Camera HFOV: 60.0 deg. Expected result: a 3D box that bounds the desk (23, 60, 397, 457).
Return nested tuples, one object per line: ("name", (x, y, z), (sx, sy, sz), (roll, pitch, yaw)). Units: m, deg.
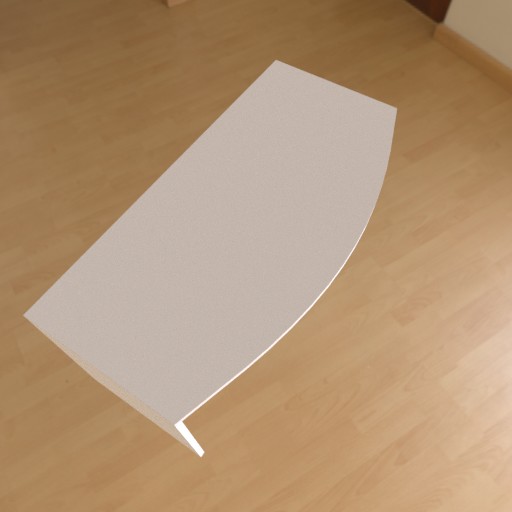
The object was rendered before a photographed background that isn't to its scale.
("desk", (0.000, 0.000, 2.021), (0.802, 0.750, 1.600), (29, 63, 16))
